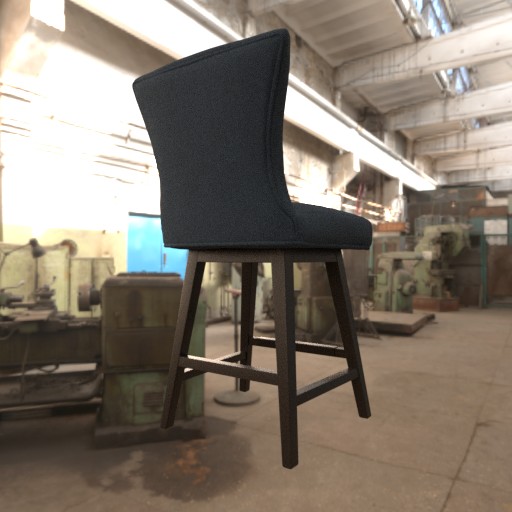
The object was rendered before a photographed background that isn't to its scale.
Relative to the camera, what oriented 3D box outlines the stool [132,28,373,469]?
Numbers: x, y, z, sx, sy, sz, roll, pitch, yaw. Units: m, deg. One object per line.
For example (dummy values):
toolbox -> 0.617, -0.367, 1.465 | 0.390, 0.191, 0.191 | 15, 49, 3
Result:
stool -> 0.000, 0.000, 1.299 | 0.514, 1.000, 0.574 | 0, 0, 35
